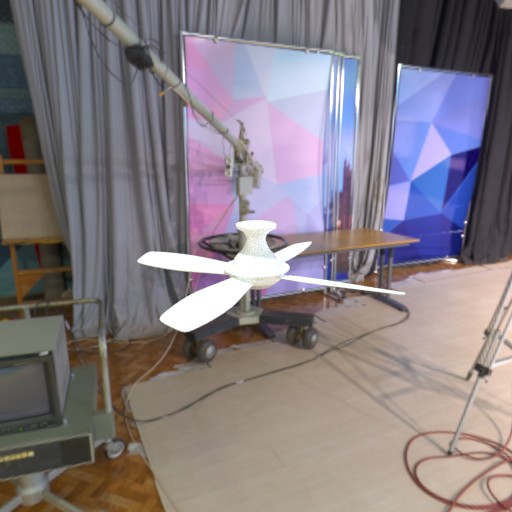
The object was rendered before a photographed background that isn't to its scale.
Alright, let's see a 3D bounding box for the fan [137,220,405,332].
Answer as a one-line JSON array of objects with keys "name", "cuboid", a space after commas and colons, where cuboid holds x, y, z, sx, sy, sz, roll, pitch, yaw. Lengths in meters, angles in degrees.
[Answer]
[{"name": "fan", "cuboid": [0.000, 0.000, 2.602, 1.694, 0.382, 1.693, 7, 17, 24]}]
